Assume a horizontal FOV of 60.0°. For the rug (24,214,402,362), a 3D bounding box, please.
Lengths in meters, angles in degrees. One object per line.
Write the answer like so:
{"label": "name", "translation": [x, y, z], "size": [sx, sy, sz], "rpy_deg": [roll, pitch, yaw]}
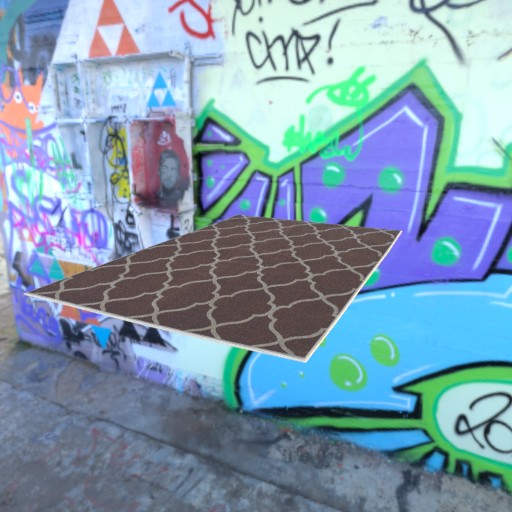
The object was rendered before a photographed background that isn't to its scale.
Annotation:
{"label": "rug", "translation": [0.000, 0.000, 2.911], "size": [1.528, 0.014, 2.294], "rpy_deg": [8, 18, 25]}
